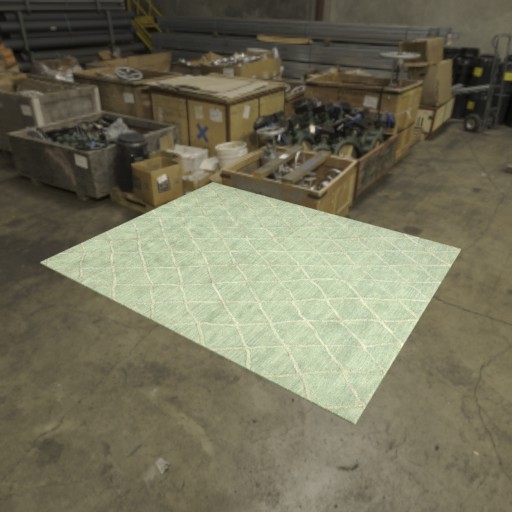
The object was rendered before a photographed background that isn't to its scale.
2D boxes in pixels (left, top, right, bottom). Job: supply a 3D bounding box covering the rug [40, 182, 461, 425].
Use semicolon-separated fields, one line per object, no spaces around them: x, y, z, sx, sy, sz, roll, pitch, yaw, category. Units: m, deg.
0.000;0.000;4.083;3.039;0.019;2.420;19;36;30;rug
